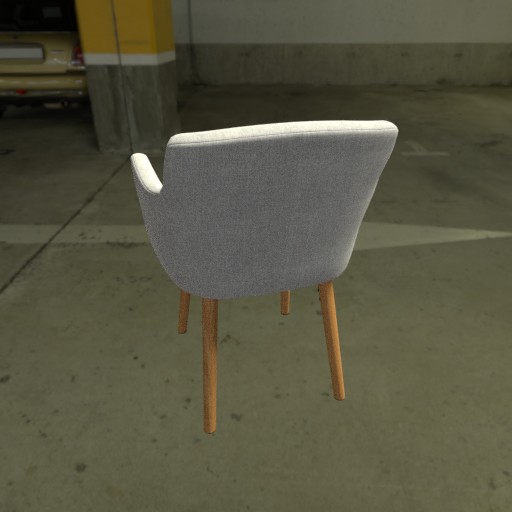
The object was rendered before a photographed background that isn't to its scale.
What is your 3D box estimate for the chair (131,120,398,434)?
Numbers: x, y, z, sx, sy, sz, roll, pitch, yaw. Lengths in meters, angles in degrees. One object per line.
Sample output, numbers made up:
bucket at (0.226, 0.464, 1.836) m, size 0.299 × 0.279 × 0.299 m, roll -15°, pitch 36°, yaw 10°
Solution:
chair at (0.000, 0.000, 1.187) m, size 0.570 × 0.780 × 0.540 m, roll -8°, pitch 29°, yaw -16°
